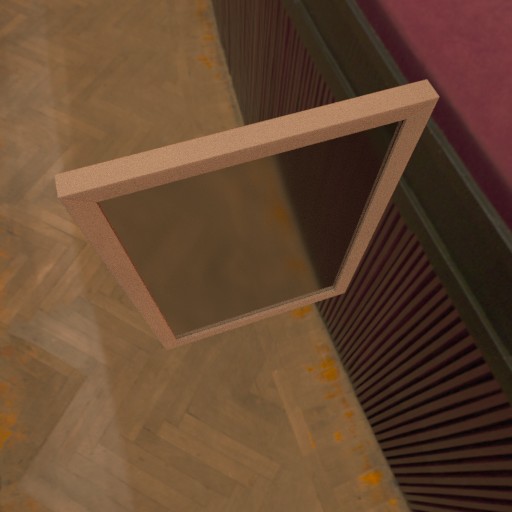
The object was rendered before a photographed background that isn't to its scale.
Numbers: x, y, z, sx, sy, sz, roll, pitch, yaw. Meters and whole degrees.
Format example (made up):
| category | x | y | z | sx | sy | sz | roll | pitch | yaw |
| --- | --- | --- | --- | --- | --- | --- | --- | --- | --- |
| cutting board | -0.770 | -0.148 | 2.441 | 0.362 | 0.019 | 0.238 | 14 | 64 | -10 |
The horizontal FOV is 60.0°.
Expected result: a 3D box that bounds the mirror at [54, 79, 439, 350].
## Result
| category | x | y | z | sx | sy | sz | roll | pitch | yaw |
| --- | --- | --- | --- | --- | --- | --- | --- | --- | --- |
| mirror | 0.000 | 0.000 | 0.885 | 0.507 | 0.710 | 0.040 | -17 | 65 | -8 |
